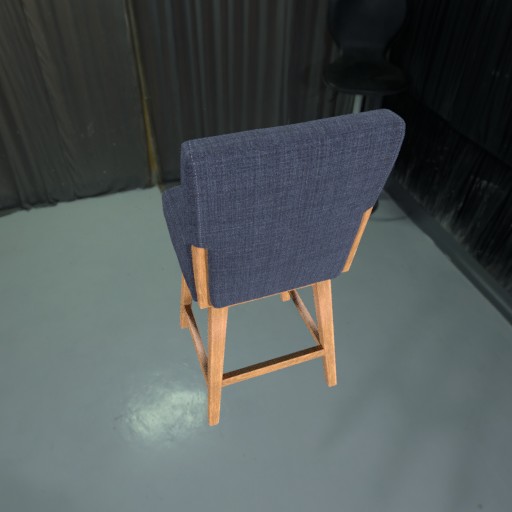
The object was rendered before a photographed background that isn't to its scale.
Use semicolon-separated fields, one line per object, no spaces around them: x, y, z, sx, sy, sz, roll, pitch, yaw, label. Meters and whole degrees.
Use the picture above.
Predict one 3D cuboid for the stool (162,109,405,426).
0.000;0.000;1.293;0.459;1.010;0.526;-13;44;-14;stool
